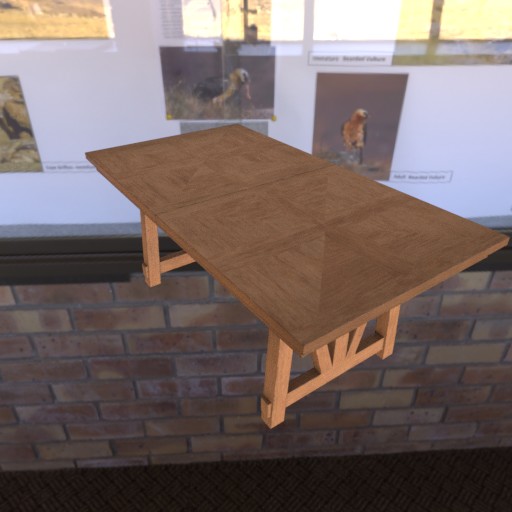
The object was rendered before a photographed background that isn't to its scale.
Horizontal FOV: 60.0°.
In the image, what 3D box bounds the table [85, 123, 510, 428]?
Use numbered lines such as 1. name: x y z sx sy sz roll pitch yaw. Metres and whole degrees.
1. table: 0.000 0.000 2.277 1.016 0.768 1.881 -20 37 -29
